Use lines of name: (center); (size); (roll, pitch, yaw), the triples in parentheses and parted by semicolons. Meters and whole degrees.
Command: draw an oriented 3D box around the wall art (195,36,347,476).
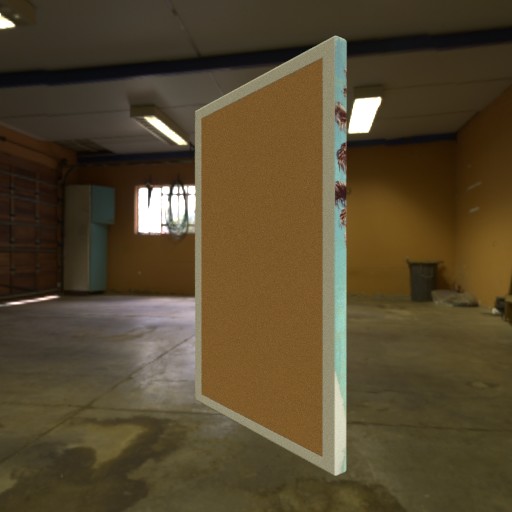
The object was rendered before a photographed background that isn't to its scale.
wall art: (0.000, 0.000, 1.171); (0.037, 0.915, 0.605); (0, 0, -36)
